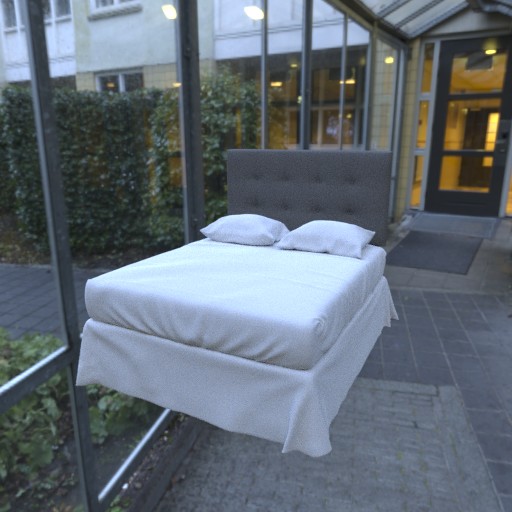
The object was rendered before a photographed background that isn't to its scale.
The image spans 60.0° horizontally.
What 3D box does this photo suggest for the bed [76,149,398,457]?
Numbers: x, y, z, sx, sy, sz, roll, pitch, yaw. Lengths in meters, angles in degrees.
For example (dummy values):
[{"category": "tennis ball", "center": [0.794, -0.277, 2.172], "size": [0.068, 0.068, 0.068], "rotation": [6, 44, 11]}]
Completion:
[{"category": "bed", "center": [0.000, 0.000, 3.475], "size": [1.936, 1.577, 2.222], "rotation": [7, 17, 26]}]
